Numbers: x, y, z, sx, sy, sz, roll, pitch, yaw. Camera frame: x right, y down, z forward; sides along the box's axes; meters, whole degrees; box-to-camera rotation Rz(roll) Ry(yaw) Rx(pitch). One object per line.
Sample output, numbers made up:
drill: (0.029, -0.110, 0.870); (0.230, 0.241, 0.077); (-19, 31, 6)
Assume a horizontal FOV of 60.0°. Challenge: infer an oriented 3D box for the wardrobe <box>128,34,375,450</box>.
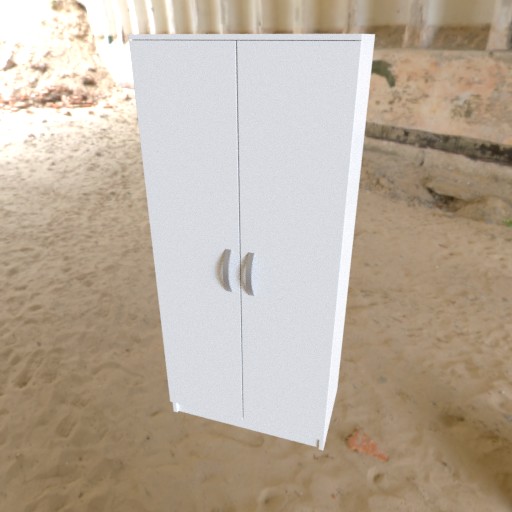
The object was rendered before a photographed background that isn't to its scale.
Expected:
wardrobe: (0.000, 0.000, 1.900); (0.760, 1.700, 0.470); (8, 28, 16)
